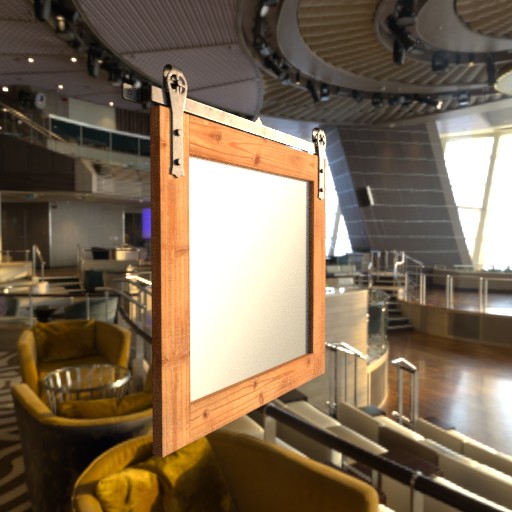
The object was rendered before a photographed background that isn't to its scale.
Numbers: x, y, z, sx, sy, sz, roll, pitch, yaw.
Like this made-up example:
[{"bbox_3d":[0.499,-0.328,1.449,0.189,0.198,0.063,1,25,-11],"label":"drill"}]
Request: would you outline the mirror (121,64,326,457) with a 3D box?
[{"bbox_3d":[0.000,0.000,1.173,0.054,0.800,0.805,2,3,36],"label":"mirror"}]
